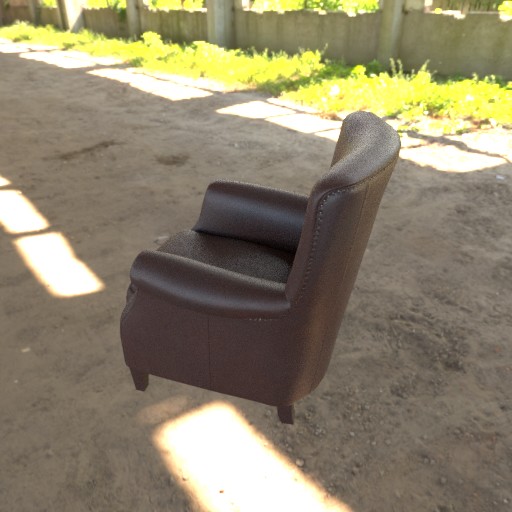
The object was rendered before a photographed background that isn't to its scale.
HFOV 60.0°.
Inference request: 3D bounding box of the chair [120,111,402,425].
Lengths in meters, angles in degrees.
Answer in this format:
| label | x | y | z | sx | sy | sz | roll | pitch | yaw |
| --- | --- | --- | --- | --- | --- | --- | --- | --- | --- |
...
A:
| label | x | y | z | sx | sy | sz | roll | pitch | yaw |
| --- | --- | --- | --- | --- | --- | --- | --- | --- | --- |
| chair | 0.000 | 0.000 | 1.370 | 0.746 | 0.800 | 0.700 | 8 | 31 | 13 |
